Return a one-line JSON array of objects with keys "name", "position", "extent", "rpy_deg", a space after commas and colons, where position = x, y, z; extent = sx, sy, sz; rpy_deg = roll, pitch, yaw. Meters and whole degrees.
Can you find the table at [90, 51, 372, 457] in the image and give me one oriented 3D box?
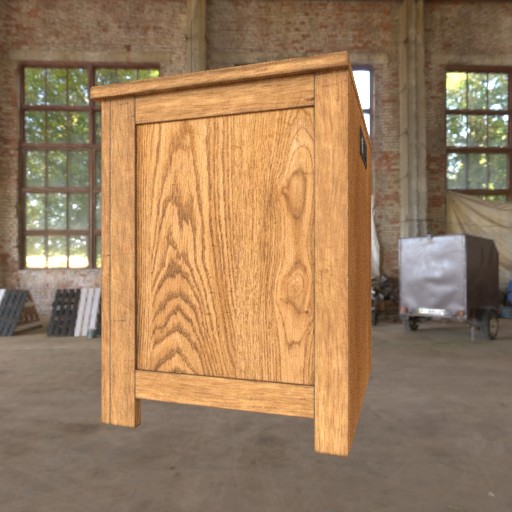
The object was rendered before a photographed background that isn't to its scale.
[{"name": "table", "position": [0.000, 0.000, 1.034], "extent": [0.494, 0.625, 0.601], "rpy_deg": [0, 0, 18]}]
